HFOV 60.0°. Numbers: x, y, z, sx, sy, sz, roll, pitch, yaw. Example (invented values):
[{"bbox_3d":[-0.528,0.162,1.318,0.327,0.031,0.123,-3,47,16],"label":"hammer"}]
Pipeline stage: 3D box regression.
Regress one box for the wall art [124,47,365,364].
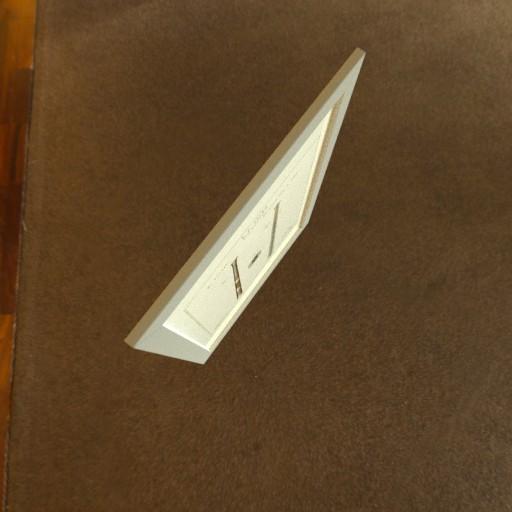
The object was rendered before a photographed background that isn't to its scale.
[{"bbox_3d":[0.000,0.000,0.677,0.012,0.529,0.374,35,78,9],"label":"wall art"}]
